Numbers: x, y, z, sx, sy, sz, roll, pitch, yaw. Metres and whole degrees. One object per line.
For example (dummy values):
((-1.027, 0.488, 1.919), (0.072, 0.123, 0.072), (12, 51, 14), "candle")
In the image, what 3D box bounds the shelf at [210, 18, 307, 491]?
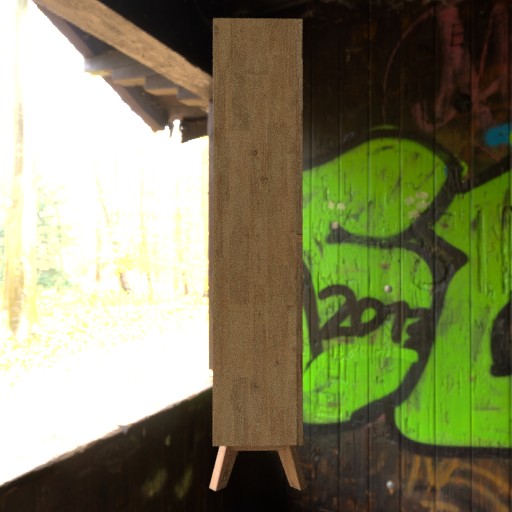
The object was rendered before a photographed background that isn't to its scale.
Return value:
((0.000, 0.000, 1.745), (0.308, 1.471, 0.748), (0, -1, -1), "shelf")
